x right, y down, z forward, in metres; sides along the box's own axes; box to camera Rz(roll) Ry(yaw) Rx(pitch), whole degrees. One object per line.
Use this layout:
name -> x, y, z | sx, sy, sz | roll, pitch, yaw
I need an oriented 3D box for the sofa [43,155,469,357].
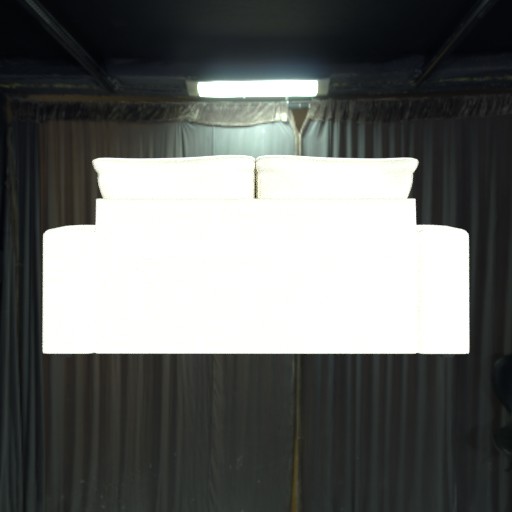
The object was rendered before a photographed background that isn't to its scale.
sofa -> 0.000, 0.000, 2.360 | 1.754, 0.875, 1.091 | 0, -1, 0
